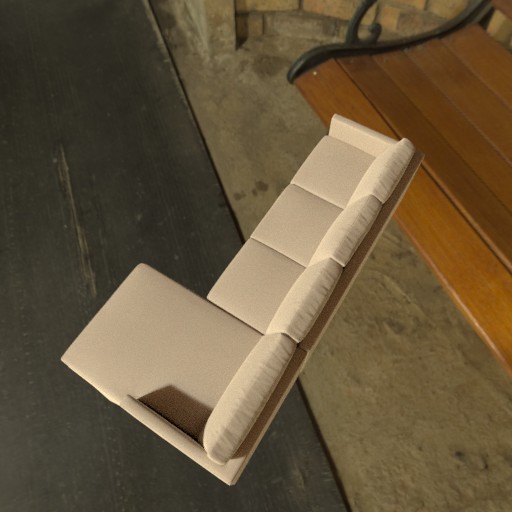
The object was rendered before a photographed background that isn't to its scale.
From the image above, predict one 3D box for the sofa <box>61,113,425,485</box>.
[{"bbox_3d":[0.000,0.000,3.814,1.622,0.871,3.206,30,67,14],"label":"sofa"}]
